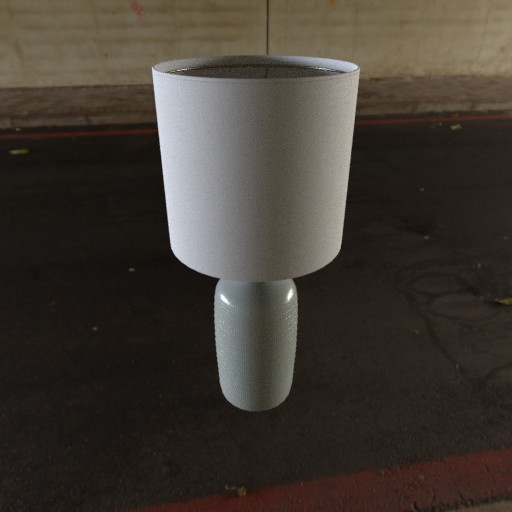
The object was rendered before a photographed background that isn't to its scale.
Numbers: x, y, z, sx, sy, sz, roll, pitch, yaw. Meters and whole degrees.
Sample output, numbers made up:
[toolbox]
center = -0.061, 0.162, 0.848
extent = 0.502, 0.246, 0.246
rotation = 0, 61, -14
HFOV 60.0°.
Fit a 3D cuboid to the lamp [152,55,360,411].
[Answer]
[lamp]
center = 0.000, 0.000, 0.596
extent = 0.220, 0.475, 0.220
rotation = 12, 31, 20
